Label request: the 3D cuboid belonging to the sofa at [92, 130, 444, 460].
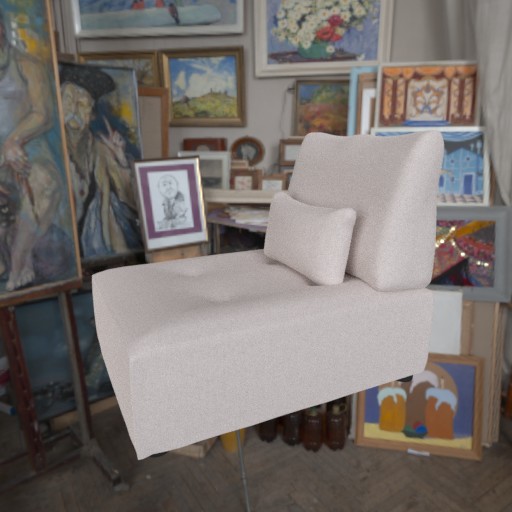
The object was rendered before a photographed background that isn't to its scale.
[{"bbox_3d":[0.000,0.000,1.504,1.000,0.820,0.700,-7,17,-25],"label":"sofa"}]
